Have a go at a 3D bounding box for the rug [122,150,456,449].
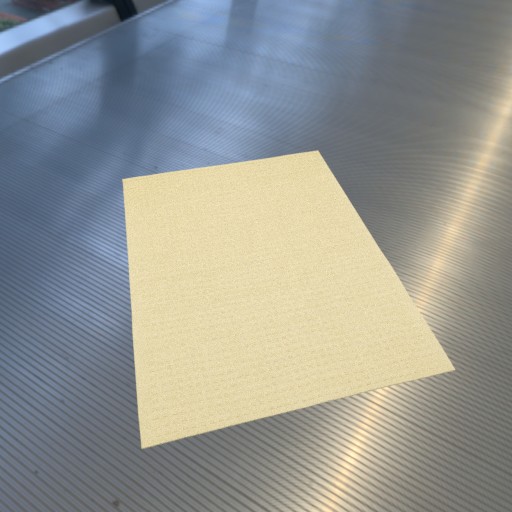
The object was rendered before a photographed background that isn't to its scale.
[{"bbox_3d":[0.000,0.000,4.349,2.452,0.016,3.204,-10,47,-10],"label":"rug"}]
